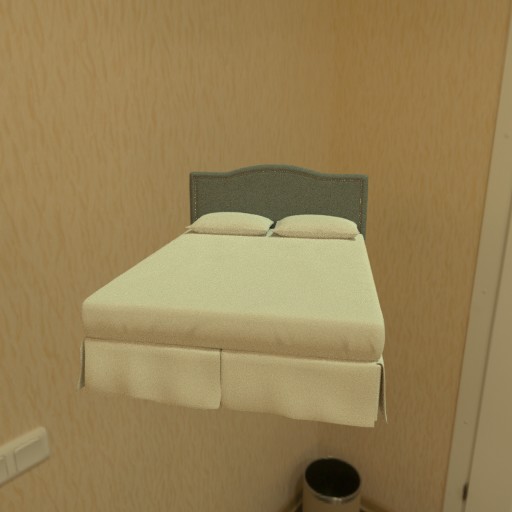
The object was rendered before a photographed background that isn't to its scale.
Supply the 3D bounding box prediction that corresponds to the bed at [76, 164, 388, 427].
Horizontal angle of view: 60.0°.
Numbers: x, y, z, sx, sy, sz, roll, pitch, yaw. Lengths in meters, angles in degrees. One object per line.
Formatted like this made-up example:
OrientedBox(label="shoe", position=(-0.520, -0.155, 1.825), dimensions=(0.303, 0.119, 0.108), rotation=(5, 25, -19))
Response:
OrientedBox(label="bed", position=(0.000, 0.000, 4.024), dimensions=(2.161, 1.457, 2.689), rotation=(3, 16, 10))
